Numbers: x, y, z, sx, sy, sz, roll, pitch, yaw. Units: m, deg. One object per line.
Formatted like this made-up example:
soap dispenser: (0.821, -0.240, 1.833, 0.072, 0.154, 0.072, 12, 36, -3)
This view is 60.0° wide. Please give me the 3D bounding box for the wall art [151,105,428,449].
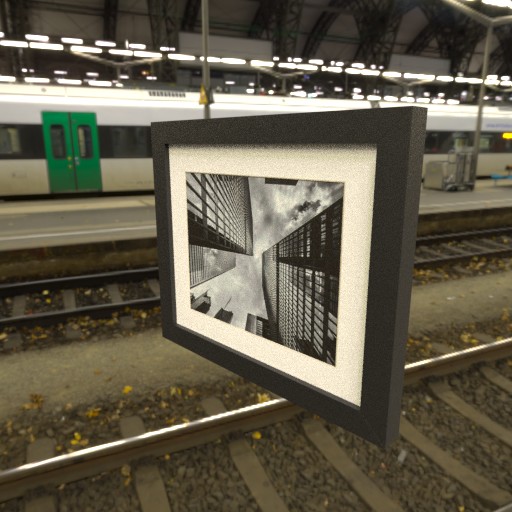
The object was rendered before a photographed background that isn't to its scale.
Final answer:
wall art: (0.000, 0.000, 0.535, 0.381, 0.321, 0.028, 13, 19, 43)
